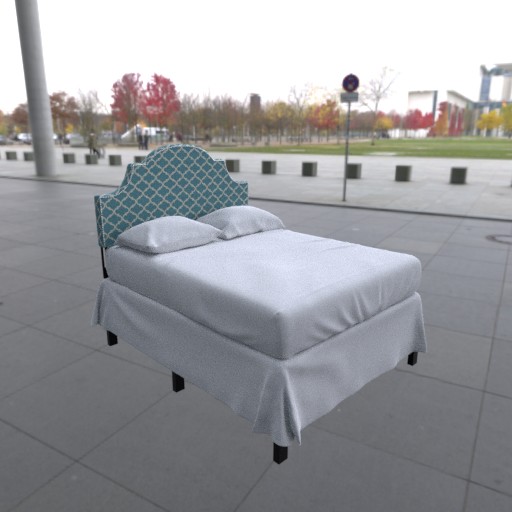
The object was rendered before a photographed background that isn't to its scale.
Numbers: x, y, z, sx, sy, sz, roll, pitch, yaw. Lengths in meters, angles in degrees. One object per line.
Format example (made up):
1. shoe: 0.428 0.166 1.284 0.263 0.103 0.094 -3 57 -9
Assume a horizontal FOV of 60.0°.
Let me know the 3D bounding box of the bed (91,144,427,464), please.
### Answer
1. bed: 0.000 0.000 3.391 1.780 1.633 2.222 -15 21 -42
